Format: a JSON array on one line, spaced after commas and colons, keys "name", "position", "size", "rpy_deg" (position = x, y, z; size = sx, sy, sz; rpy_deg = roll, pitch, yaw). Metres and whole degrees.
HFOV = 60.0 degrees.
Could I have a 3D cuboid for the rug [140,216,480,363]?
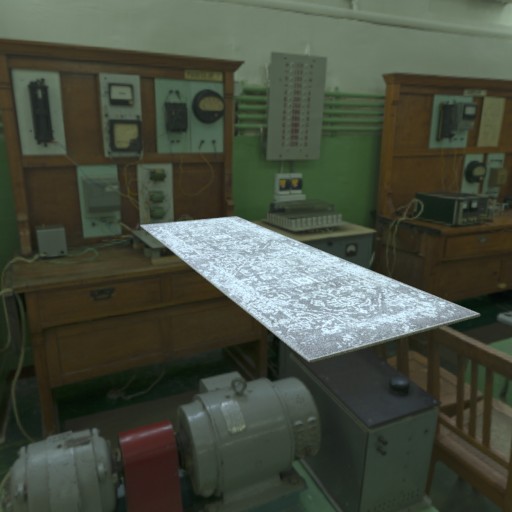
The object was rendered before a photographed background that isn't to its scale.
[{"name": "rug", "position": [0.000, 0.000, 2.698], "size": [0.855, 0.017, 2.452], "rpy_deg": [-8, 18, -26]}]
